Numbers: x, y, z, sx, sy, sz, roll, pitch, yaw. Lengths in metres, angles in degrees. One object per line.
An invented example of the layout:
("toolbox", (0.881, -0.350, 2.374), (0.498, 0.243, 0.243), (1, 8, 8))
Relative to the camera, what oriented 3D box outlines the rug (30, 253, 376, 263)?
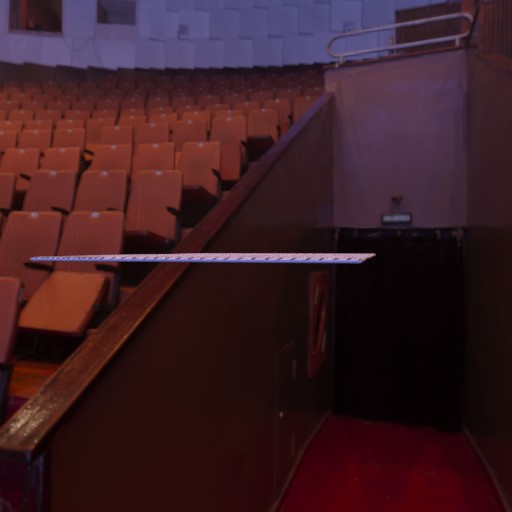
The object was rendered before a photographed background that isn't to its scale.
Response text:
("rug", (0.000, 0.000, 3.030), (1.539, 0.023, 2.406), (0, 1, 16))
